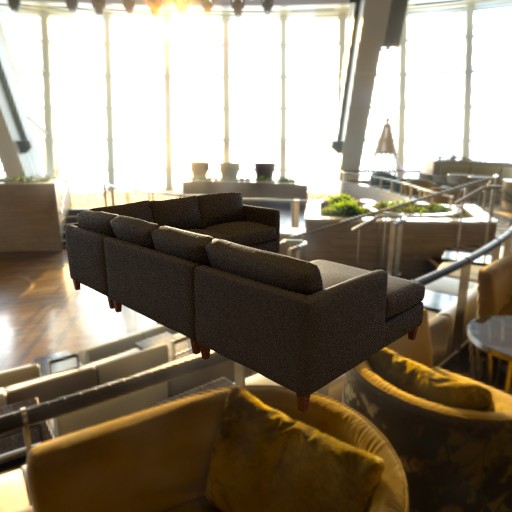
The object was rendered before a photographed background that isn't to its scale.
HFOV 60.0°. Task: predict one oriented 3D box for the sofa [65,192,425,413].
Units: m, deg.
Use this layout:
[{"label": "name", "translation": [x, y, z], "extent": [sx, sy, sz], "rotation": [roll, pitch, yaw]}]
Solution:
[{"label": "sofa", "translation": [0.000, 0.000, 4.642], "extent": [2.594, 0.961, 3.460], "rotation": [-14, 20, -43]}]
